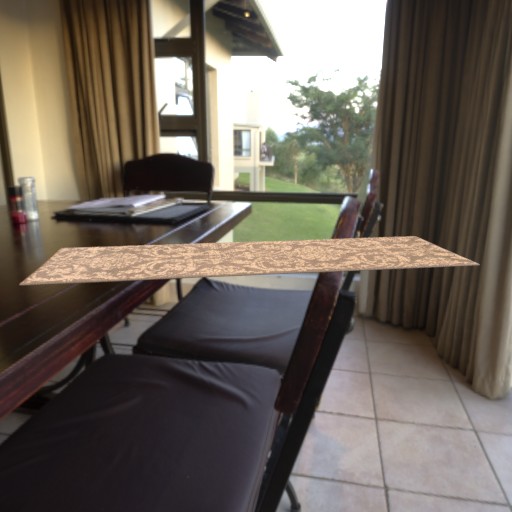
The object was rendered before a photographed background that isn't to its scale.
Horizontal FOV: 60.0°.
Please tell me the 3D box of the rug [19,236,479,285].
[{"bbox_3d":[0.000,0.000,2.407,2.196,0.011,0.662,-2,15,-8],"label":"rug"}]
